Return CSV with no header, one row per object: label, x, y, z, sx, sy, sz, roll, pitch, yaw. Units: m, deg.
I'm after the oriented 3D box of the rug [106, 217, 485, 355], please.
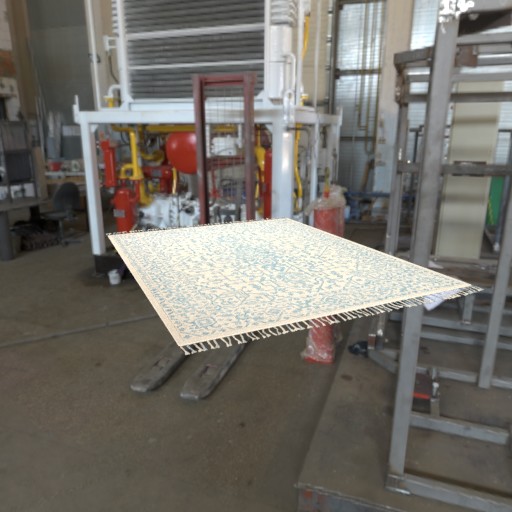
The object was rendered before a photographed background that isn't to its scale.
rug,0.000,0.000,4.421,2.464,0.010,3.327,-8,18,-24
